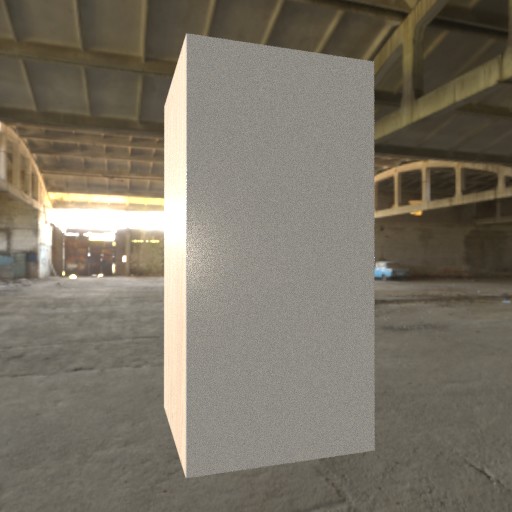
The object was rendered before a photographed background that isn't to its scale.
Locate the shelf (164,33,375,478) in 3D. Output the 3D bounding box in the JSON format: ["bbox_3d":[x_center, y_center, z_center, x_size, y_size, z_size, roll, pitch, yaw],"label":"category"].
[{"bbox_3d":[0.000,0.000,0.776,0.290,0.594,0.297,0,0,-17],"label":"shelf"}]
